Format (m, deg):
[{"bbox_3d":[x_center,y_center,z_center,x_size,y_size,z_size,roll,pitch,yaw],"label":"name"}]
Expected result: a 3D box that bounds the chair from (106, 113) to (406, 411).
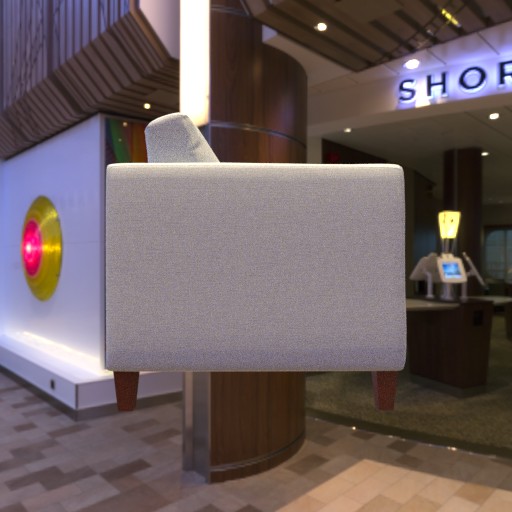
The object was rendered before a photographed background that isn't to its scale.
[{"bbox_3d":[0.000,0.000,1.872,0.953,0.961,1.107,0,0,-1],"label":"chair"}]
